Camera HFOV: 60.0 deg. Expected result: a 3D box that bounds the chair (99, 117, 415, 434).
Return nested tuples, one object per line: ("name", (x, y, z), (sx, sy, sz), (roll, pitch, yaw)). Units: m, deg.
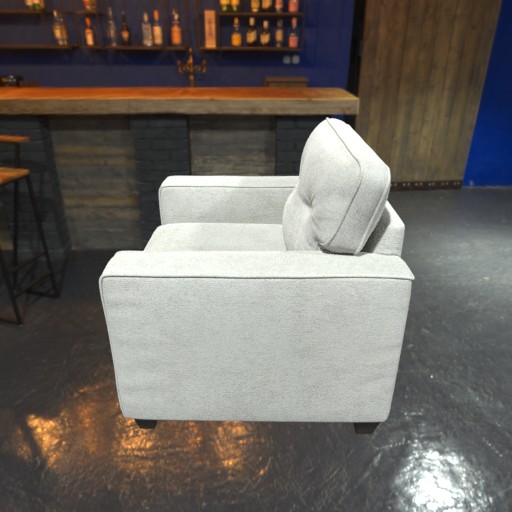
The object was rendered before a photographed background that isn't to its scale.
("chair", (0.000, 0.000, 1.782), (0.939, 0.965, 1.015), (0, 27, 1))
